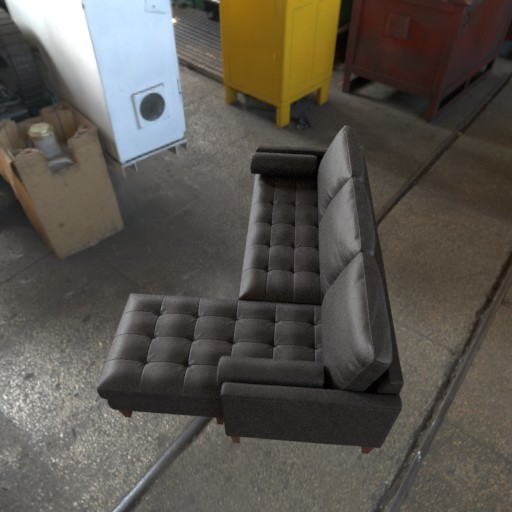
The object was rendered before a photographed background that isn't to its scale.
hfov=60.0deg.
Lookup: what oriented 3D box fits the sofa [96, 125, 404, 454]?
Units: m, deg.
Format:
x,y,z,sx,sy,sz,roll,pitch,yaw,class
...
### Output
x,y,z,sx,sy,sz,roll,pitch,yaw,class
0.000,0.000,2.905,1.497,0.876,2.178,3,46,3,sofa
